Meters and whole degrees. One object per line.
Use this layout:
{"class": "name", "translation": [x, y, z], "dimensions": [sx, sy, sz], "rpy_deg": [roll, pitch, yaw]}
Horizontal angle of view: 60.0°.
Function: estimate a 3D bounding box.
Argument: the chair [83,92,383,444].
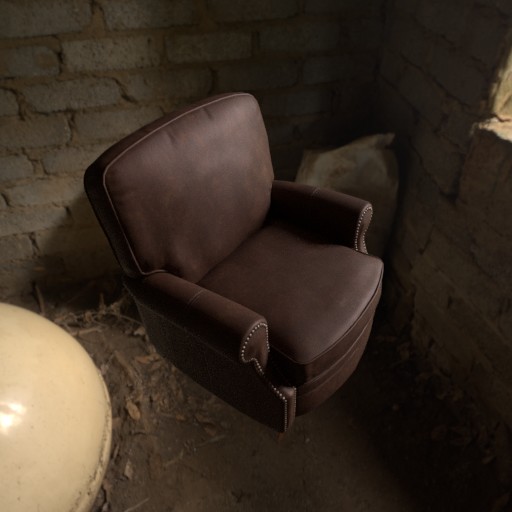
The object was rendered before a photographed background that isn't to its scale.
{"class": "chair", "translation": [0.000, 0.000, 1.765], "dimensions": [0.986, 1.018, 0.936], "rpy_deg": [26, 48, 26]}
